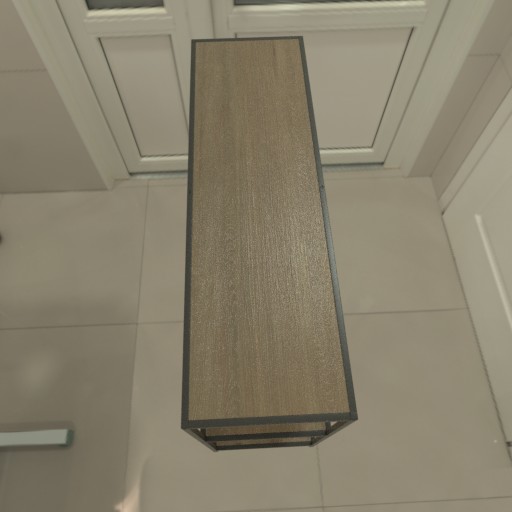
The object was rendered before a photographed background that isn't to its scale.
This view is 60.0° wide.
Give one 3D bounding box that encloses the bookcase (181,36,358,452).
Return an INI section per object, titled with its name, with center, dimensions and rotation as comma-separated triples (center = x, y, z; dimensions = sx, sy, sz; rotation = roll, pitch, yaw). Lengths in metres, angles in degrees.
[bookcase]
center = 0.000, 0.000, 1.476
dimensions = 0.350, 0.780, 1.140
rotation = -2, 63, -1
